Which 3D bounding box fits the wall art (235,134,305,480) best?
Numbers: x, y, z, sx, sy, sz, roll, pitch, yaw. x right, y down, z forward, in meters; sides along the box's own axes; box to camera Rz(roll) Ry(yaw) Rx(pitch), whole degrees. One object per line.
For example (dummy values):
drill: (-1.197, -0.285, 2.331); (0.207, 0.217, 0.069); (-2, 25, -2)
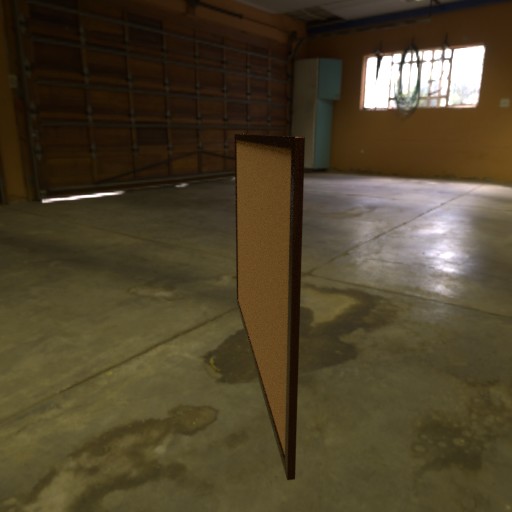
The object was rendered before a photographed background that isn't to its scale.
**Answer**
wall art: (0.000, 0.000, 1.061); (0.014, 0.559, 0.816); (-2, 16, -8)
